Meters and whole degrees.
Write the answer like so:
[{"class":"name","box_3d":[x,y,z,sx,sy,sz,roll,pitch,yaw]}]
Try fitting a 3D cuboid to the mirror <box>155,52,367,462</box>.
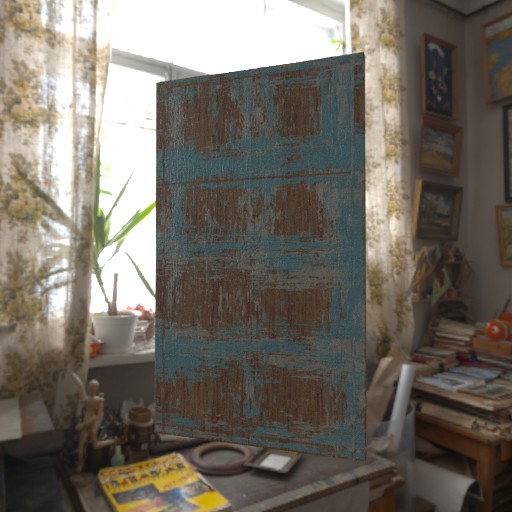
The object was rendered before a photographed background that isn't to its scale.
[{"class":"mirror","box_3d":[0.000,0.000,1.462,0.707,1.213,0.083,0,-1,18]}]
